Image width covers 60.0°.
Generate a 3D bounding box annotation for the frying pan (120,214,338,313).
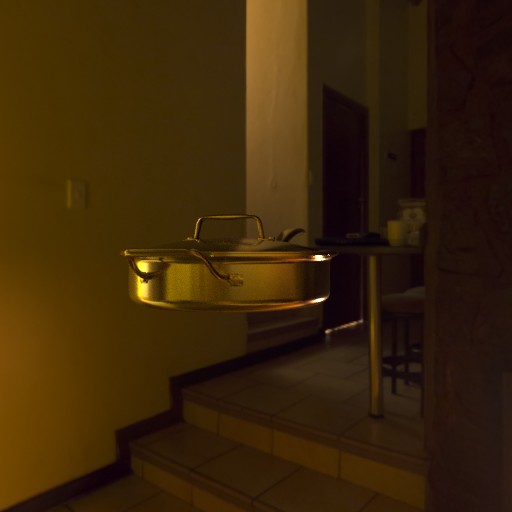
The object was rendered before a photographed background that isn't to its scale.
[{"bbox_3d":[0.000,0.000,0.681,0.280,0.114,0.561,0,1,19],"label":"frying pan"}]
